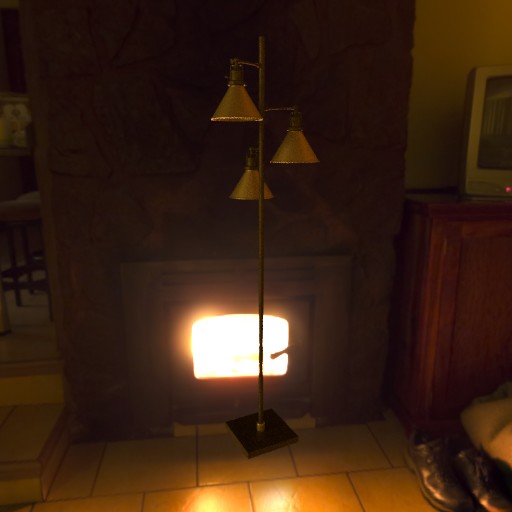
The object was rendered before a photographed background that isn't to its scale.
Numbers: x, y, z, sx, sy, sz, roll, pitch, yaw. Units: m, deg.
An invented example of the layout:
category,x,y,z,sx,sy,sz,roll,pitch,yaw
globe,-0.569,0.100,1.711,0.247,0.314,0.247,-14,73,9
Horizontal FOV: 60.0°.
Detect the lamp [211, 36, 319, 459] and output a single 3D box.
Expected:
category,x,y,z,sx,sy,sz,roll,pitch,yaw
lamp,0.000,0.000,1.893,0.428,1.716,0.415,-7,15,-27
